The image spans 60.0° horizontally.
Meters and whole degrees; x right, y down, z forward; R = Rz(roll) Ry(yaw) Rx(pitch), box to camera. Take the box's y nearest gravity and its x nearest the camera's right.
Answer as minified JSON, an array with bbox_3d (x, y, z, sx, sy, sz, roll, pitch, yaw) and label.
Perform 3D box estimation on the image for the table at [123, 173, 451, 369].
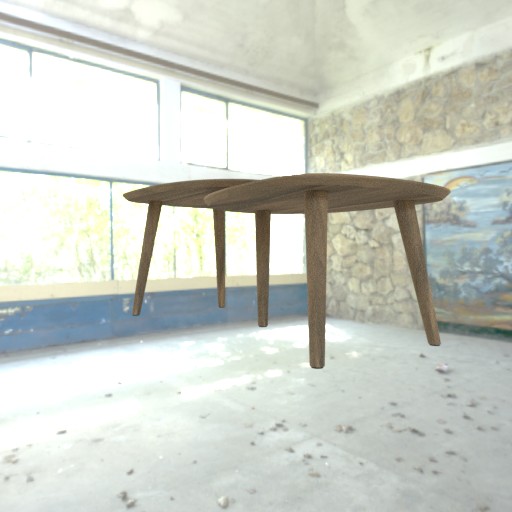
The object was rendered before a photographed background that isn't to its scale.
[{"bbox_3d":[0.000,0.000,1.347,0.527,0.429,1.084,0,0,-37],"label":"table"}]
